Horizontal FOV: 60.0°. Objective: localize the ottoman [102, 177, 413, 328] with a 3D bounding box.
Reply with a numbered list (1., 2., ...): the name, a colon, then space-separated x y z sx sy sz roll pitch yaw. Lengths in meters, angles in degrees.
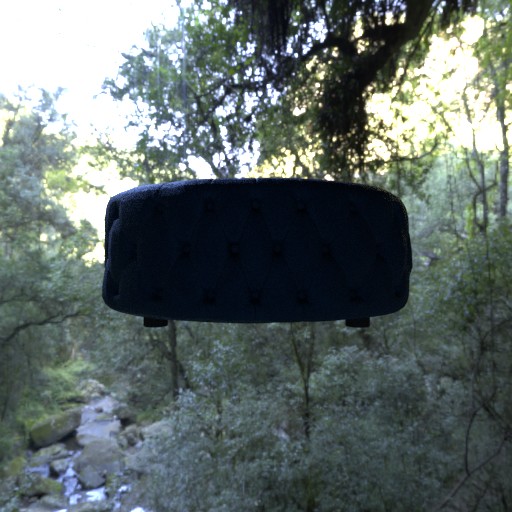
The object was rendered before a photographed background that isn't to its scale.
1. ottoman: 0.000 0.000 1.524 0.998 0.398 0.998 0 -1 0
